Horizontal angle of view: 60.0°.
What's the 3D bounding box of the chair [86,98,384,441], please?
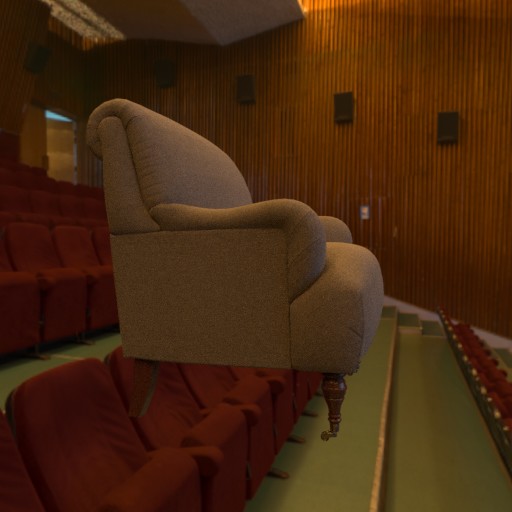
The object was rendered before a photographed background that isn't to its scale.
[{"bbox_3d":[0.000,0.000,1.521,0.843,0.942,0.766,0,1,18],"label":"chair"}]
